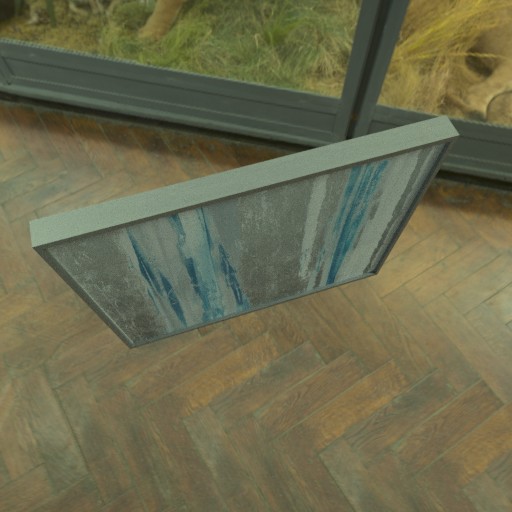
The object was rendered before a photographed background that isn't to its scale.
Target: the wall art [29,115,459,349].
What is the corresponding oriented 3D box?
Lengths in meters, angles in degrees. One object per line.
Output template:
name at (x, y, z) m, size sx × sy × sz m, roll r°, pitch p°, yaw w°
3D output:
wall art at (0.000, 0.000, 0.761) m, size 0.557 × 0.450 × 0.037 m, roll -16°, pitch 64°, yaw -8°
